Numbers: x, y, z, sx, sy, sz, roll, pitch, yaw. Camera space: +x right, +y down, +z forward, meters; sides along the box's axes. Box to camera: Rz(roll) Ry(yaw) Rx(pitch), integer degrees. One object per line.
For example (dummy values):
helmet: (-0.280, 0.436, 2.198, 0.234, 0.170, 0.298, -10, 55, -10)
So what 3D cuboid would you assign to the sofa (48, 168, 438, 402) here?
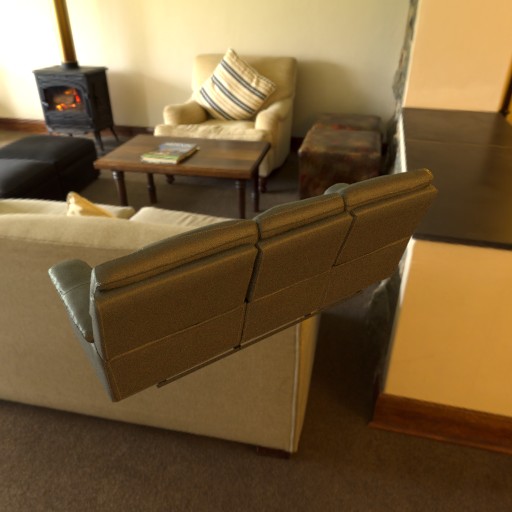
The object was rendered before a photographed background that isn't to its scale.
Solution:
sofa: (0.000, 0.000, 3.204, 2.627, 1.134, 1.104, -19, 35, -29)
